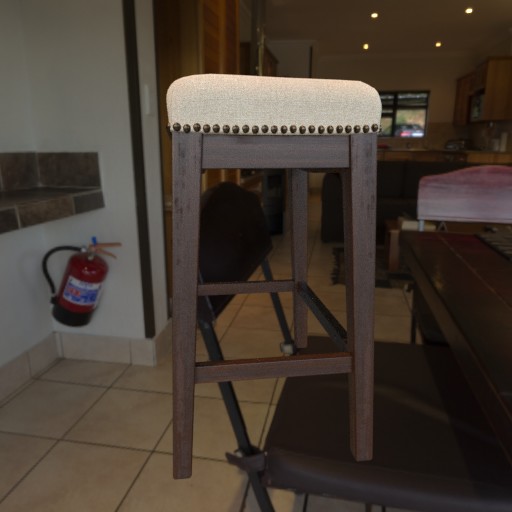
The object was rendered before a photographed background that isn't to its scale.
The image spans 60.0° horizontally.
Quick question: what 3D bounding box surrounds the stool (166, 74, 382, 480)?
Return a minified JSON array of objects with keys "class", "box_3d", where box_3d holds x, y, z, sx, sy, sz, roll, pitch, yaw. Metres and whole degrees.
[{"class":"stool","box_3d":[0.000,0.000,0.958,0.363,0.669,0.509,-2,14,-8]}]
